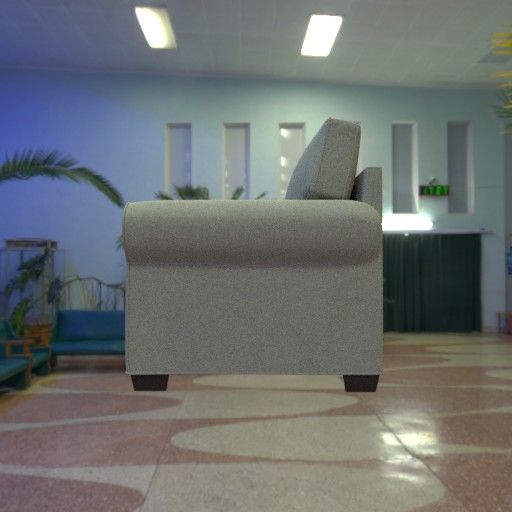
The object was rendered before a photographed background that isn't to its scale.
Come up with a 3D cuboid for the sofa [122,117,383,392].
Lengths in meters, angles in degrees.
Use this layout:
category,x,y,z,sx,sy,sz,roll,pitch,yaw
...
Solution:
category,x,y,z,sx,sy,sz,roll,pitch,yaw
sofa,0.000,0.000,2.264,0.861,0.933,1.774,0,-1,1
